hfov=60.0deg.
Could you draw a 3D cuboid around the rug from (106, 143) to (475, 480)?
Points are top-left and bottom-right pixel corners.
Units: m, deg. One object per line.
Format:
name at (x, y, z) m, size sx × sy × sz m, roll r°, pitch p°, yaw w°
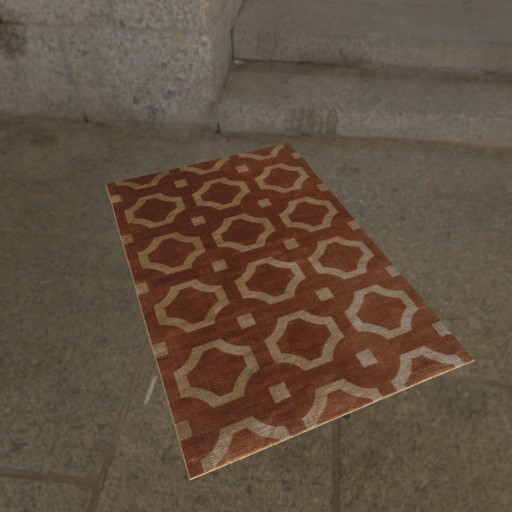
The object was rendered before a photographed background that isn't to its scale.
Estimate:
rug at (0.000, 0.000, 2.860) m, size 1.555 × 0.016 × 2.286 m, roll -16°, pitch 48°, yaw -15°
